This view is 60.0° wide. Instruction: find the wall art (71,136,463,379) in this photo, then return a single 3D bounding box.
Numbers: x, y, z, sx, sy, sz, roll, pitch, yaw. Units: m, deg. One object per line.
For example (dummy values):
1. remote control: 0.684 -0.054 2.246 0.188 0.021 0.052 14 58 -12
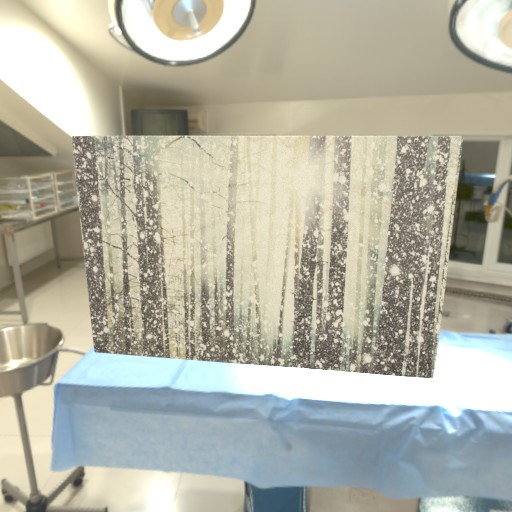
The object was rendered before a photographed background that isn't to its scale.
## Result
1. wall art: 0.000 0.000 0.762 0.618 0.398 0.042 2 16 9
